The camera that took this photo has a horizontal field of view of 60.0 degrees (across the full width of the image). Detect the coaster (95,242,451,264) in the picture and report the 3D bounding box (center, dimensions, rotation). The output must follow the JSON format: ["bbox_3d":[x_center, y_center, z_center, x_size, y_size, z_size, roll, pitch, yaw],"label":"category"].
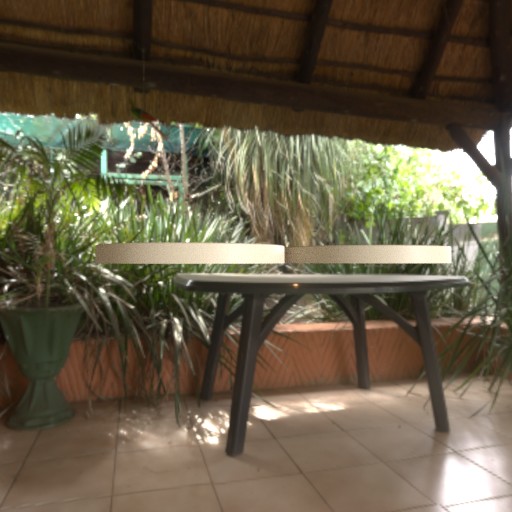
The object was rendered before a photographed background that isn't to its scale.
[{"bbox_3d":[0.000,0.000,0.333,0.220,0.010,0.224,0,-1,-16],"label":"coaster"}]
